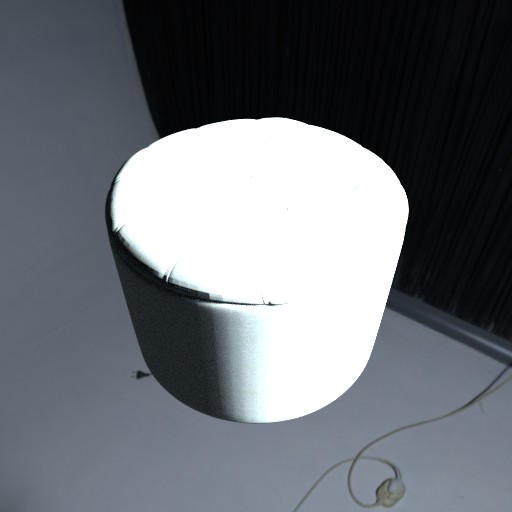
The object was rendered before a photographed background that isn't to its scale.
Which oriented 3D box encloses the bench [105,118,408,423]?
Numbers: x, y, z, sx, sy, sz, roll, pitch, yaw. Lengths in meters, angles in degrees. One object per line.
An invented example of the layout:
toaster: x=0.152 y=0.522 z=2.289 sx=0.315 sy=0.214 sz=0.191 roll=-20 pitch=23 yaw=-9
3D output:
bench: x=0.000 y=0.000 z=1.013 sx=0.600 sy=0.453 sz=0.600 roll=0 pitch=41 yaw=0
